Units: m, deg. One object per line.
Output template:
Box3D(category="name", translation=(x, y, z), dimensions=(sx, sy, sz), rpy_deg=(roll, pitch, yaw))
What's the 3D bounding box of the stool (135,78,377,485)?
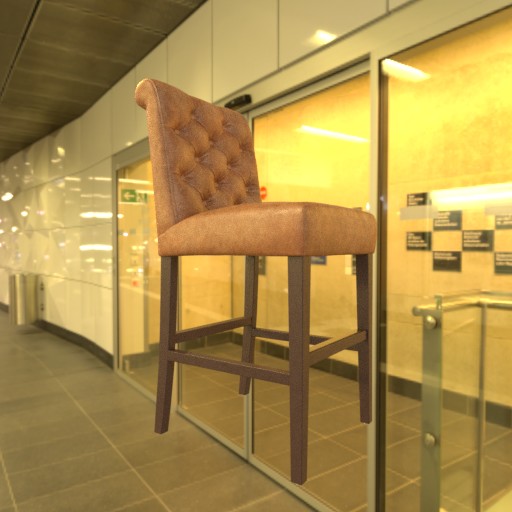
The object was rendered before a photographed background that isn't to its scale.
Box3D(category="stool", translation=(0.000, 0.000, 1.354), dimensions=(0.601, 1.047, 0.493), rpy_deg=(1, 2, 35))
